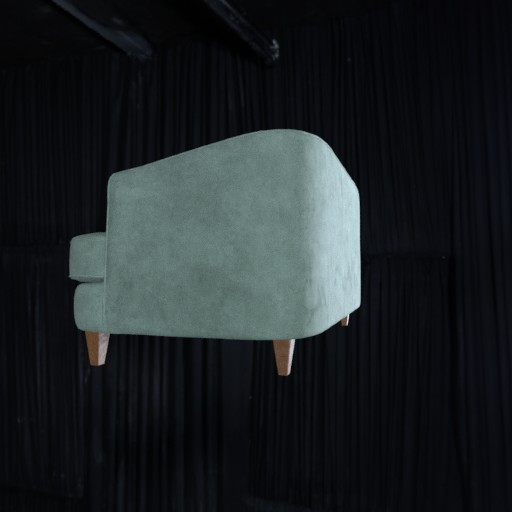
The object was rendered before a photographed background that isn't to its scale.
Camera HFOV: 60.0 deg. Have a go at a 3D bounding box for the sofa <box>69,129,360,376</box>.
[{"bbox_3d":[0.000,0.000,2.306,0.941,0.855,1.733,-1,-2,19],"label":"sofa"}]
